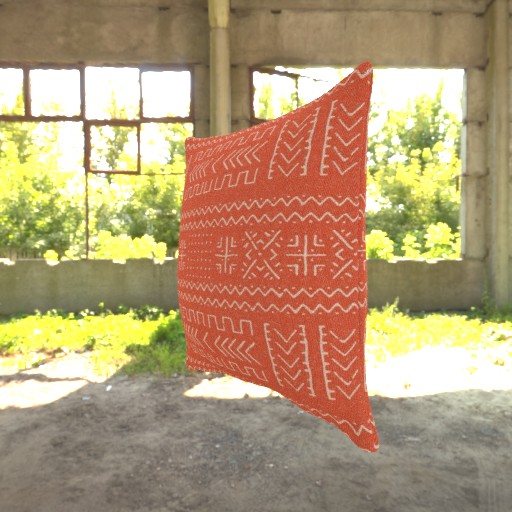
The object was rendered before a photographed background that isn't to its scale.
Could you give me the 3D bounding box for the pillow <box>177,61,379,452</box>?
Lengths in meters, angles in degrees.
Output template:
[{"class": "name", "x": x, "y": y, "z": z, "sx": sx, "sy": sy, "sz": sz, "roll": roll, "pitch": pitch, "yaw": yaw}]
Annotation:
[{"class": "pillow", "x": 0.000, "y": 0.000, "z": 0.646, "sx": 0.164, "sy": 0.429, "sz": 0.438, "roll": -1, "pitch": 1, "yaw": -36}]
